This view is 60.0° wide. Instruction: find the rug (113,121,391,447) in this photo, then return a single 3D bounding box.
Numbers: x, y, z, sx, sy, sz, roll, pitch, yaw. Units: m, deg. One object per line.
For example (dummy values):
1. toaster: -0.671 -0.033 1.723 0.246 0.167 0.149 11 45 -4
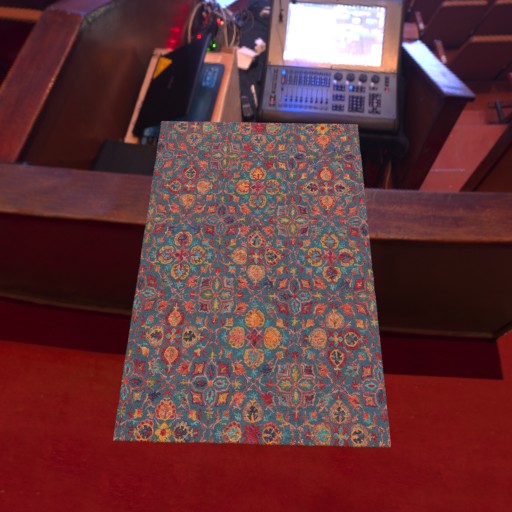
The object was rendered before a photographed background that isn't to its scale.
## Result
1. rug: 0.000 0.000 2.340 1.216 0.014 1.836 1 64 1
